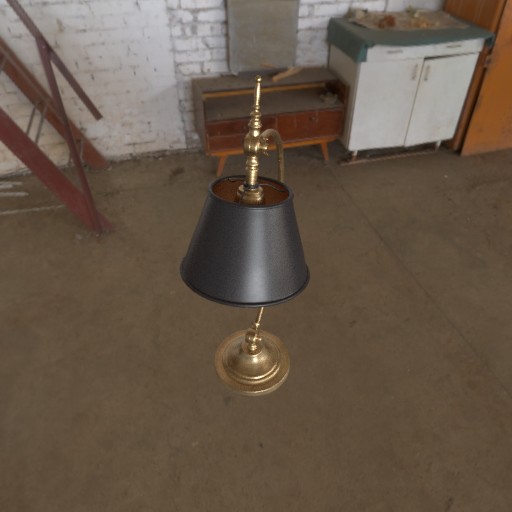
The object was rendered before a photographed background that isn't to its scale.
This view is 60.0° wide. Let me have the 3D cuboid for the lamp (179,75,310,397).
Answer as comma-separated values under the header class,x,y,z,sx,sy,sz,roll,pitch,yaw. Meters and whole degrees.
class,x,y,z,sx,sy,sz,roll,pitch,yaw
lamp,0.000,0.000,0.854,0.235,0.675,0.344,13,43,14
